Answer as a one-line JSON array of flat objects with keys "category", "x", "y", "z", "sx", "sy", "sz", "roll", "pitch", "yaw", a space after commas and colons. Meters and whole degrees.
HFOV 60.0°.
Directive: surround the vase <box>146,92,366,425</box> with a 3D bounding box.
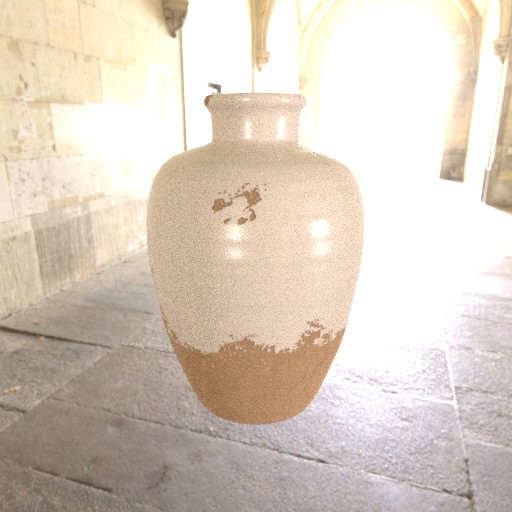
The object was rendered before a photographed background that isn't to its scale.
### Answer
[{"category": "vase", "x": 0.000, "y": 0.000, "z": 0.335, "sx": 0.158, "sy": 0.228, "sz": 0.158, "roll": 0, "pitch": 17, "yaw": 0}]
